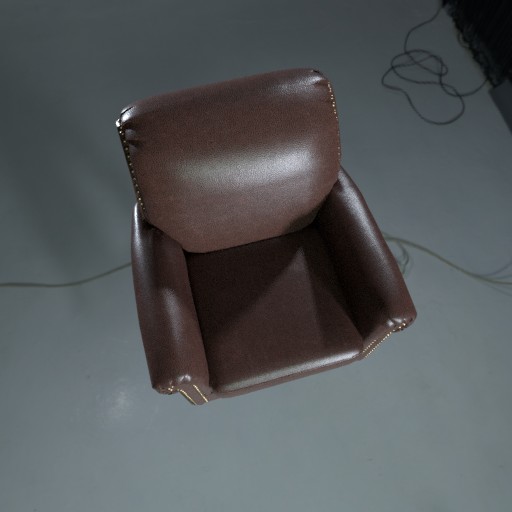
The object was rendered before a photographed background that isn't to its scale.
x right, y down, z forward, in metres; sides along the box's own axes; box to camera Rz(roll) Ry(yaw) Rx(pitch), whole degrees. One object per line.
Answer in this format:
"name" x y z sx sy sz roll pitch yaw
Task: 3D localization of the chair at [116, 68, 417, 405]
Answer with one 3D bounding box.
"chair" 0.000 0.000 1.606 0.854 0.927 0.890 -14 66 -6
